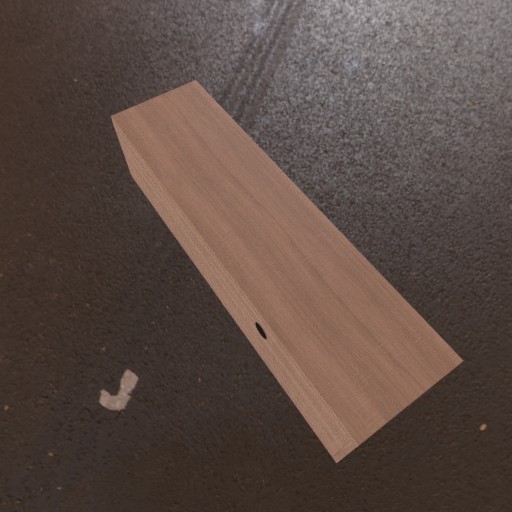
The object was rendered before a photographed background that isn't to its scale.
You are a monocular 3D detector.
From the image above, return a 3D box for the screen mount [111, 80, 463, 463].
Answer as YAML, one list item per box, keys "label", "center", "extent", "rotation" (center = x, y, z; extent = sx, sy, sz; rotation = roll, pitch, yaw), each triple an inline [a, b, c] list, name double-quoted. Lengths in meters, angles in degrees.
- label: "screen mount"
  center: [0.000, 0.000, 1.740]
  extent: [0.401, 0.509, 1.500]
  rotation: [-30, 63, -17]
